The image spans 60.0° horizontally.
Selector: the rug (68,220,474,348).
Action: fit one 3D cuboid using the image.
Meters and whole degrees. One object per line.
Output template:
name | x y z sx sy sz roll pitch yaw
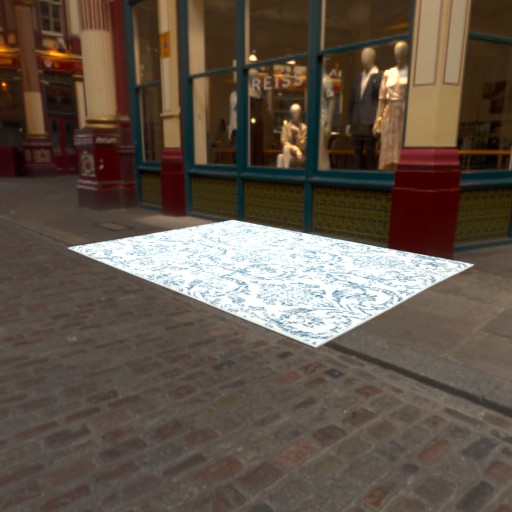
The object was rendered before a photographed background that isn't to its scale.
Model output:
rug | 0.000 0.000 2.927 2.197 0.014 1.586 14 20 43
